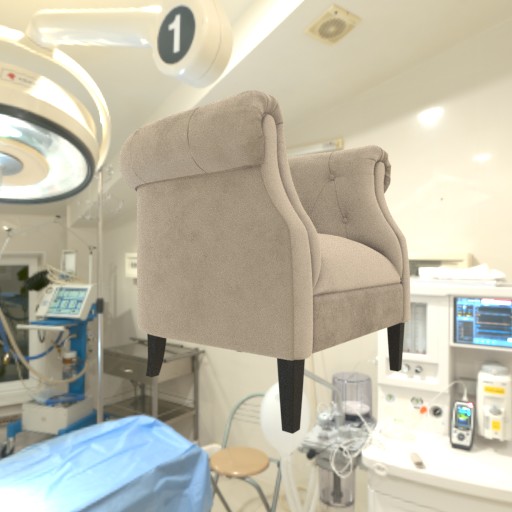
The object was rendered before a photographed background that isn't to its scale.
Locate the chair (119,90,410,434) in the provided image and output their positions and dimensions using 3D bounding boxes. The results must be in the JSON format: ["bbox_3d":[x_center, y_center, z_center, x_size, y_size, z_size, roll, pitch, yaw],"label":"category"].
[{"bbox_3d":[0.000,0.000,1.557,0.851,0.826,0.904,0,0,38],"label":"chair"}]
